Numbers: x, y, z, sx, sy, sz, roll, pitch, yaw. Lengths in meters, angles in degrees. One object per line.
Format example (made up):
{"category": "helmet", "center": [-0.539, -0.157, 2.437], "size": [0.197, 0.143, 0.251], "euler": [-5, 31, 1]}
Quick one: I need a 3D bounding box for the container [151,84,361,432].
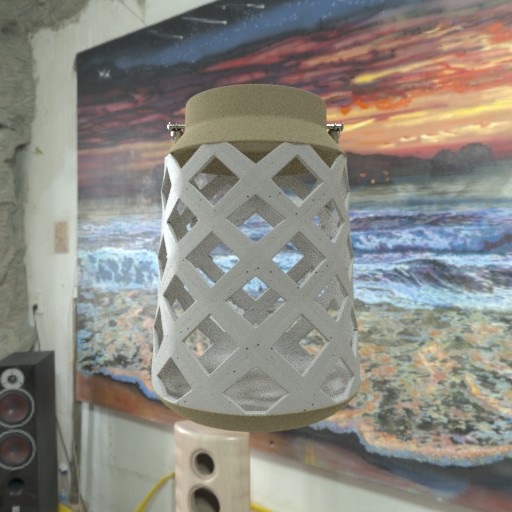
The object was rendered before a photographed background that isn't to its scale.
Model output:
{"category": "container", "center": [0.000, 0.000, 0.352], "size": [0.163, 0.229, 0.172], "euler": [0, 1, 0]}
